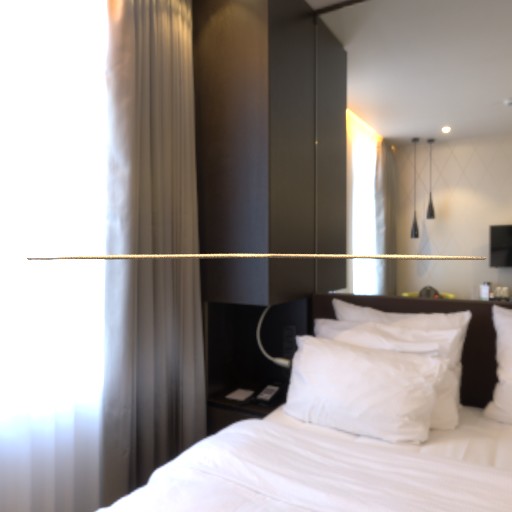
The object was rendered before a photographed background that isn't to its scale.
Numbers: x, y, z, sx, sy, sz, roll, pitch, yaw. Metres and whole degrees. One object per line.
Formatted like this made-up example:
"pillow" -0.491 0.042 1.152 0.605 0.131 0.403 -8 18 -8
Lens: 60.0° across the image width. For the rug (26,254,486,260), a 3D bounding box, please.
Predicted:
"rug" 0.000 0.000 2.263 1.773 0.021 1.149 0 1 1
